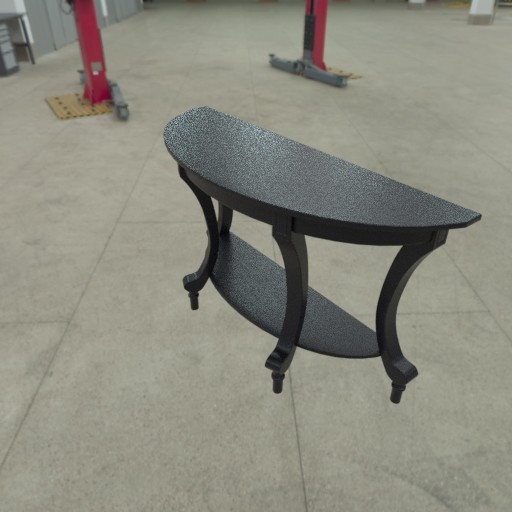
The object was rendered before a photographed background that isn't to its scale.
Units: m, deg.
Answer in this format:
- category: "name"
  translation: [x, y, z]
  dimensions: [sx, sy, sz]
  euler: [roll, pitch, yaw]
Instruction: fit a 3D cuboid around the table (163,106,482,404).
- category: "table"
  translation: [0.000, 0.000, 1.506]
  dimensions: [0.394, 0.692, 1.198]
  euler: [-23, 39, -31]
